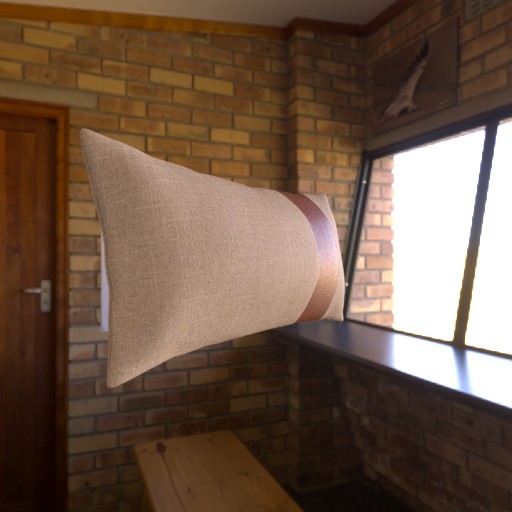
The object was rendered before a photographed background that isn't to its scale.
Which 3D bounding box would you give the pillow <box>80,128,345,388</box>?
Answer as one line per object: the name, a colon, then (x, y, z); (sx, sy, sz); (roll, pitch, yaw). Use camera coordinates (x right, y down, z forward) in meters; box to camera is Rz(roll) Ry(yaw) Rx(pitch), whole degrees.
pillow: (0.000, 0.000, 0.729); (0.155, 0.282, 0.612); (0, 0, 35)
